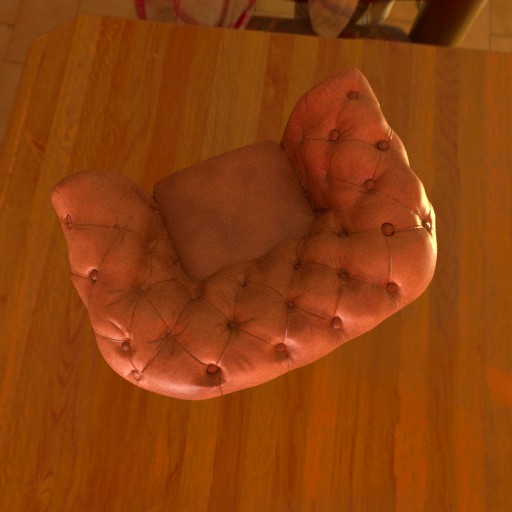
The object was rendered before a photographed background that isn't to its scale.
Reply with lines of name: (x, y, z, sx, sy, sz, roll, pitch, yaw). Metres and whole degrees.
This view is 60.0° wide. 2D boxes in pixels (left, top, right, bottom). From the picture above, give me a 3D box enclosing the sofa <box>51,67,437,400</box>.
sofa: (0.000, 0.000, 2.020, 1.405, 0.878, 1.033, -23, 77, -5)
